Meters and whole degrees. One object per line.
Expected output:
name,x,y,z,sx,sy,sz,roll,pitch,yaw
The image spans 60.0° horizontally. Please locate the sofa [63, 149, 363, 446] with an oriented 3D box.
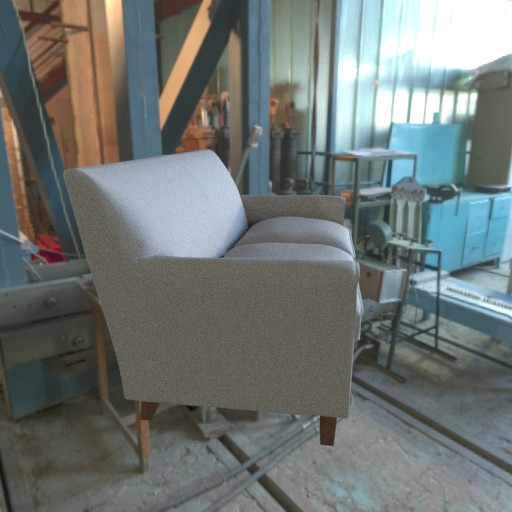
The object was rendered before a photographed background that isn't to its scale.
sofa,0.000,0.000,2.014,0.888,0.890,1.482,3,16,9
